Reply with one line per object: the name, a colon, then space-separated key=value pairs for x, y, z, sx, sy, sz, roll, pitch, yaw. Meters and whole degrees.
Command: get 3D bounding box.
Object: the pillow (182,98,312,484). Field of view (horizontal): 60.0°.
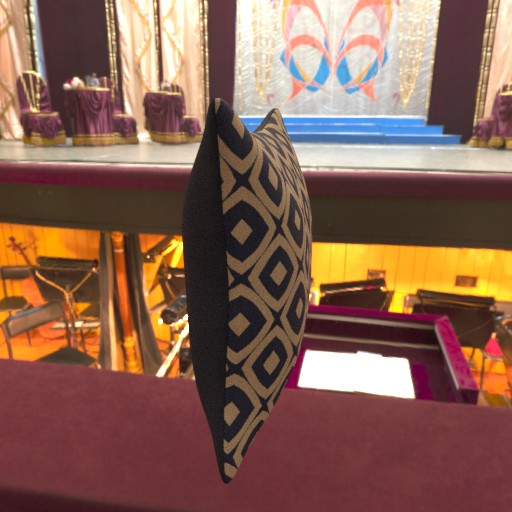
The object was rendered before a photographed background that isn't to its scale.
pillow: x=0.000 y=0.000 z=0.762 sx=0.188 sy=0.494 sz=0.504 roll=3 pitch=17 yaw=9
